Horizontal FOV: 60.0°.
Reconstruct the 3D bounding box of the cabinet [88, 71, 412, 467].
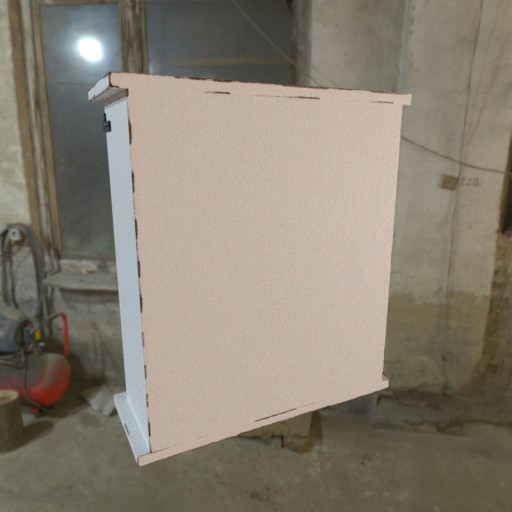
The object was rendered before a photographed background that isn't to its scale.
[{"bbox_3d":[0.000,0.000,0.861,0.541,0.603,0.210,-7,15,-26],"label":"cabinet"}]
